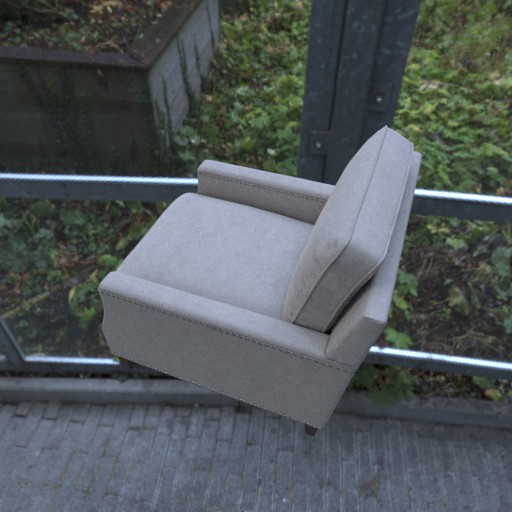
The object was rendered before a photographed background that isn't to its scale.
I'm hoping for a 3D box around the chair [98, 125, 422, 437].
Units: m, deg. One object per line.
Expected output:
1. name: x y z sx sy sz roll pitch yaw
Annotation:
1. chair: 0.000 0.000 1.735 1.014 0.943 0.853 15 47 15
